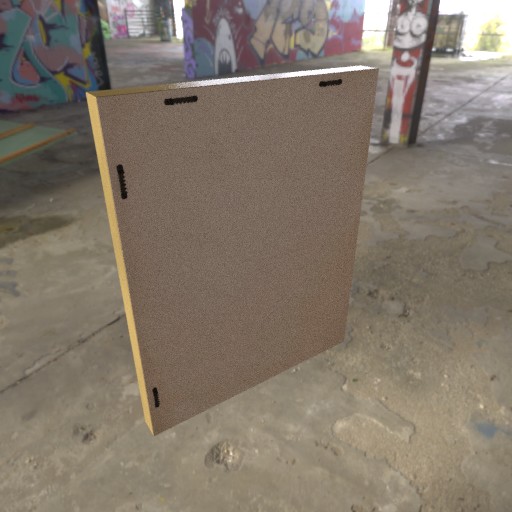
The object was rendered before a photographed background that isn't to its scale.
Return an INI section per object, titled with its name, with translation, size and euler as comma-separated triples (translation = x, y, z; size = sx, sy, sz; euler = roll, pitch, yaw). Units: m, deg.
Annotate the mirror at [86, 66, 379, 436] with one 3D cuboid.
[mirror]
translation = 0.000, 0.000, 0.676
size = 0.405, 0.508, 0.041
euler = -18, 34, -29
